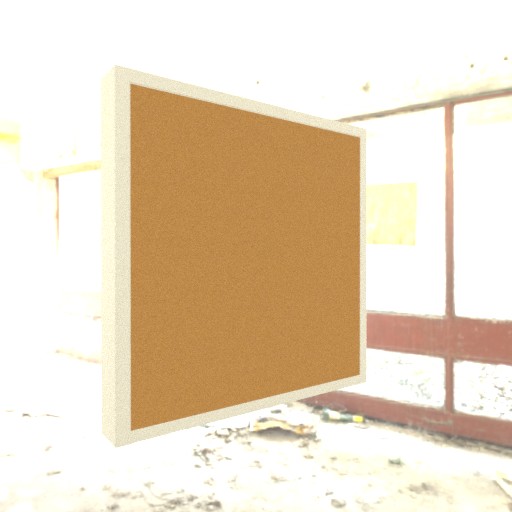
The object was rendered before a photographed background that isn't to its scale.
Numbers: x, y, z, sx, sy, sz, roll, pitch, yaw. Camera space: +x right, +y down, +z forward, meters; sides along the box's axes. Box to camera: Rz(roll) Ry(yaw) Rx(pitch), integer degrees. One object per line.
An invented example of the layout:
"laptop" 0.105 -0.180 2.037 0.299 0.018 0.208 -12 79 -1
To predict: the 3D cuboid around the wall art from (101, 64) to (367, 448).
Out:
"wall art" 0.000 0.000 0.457 0.305 0.305 0.037 0 0 -37
